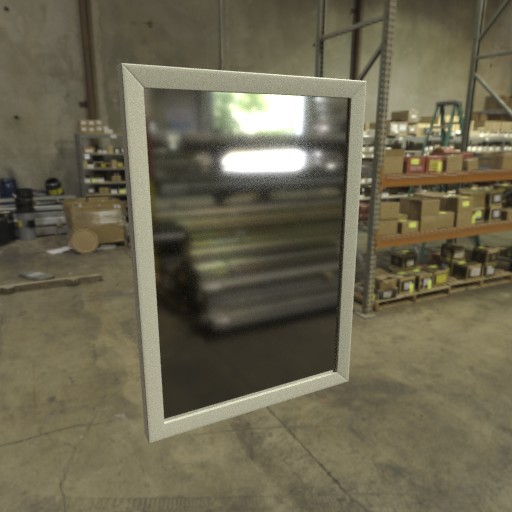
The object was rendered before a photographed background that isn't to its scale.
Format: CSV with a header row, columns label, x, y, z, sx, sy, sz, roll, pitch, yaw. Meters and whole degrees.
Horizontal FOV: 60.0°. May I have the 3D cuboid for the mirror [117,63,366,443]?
label,x,y,z,sx,sy,sz,roll,pitch,yaw
mirror,0.000,0.000,0.931,0.507,0.710,0.040,-8,17,-27
